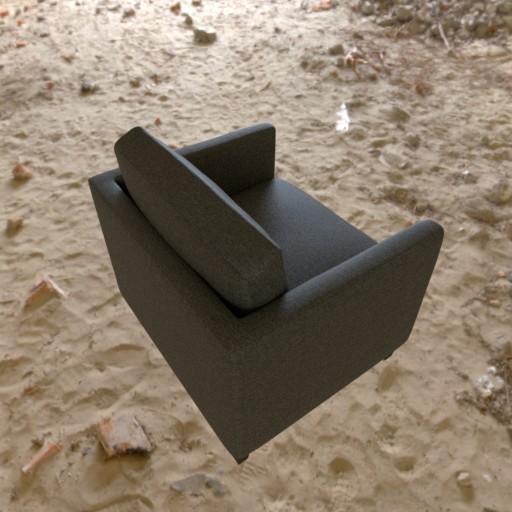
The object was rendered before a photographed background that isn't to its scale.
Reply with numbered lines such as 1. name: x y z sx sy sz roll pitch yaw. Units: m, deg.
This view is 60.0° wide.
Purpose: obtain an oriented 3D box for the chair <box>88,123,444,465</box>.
1. chair: 0.000 0.000 1.859 0.959 0.963 1.107 -25 47 -26
